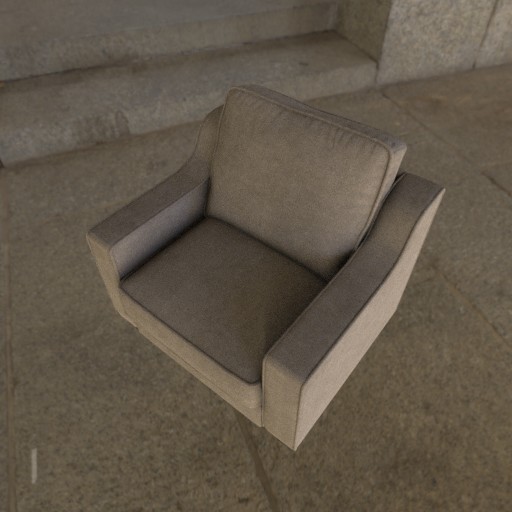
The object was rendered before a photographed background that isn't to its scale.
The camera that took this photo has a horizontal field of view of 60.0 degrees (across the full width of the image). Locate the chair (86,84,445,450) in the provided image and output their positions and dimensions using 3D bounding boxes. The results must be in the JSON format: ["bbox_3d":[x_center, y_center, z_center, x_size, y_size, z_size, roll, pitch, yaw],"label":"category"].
[{"bbox_3d":[0.000,0.000,1.625,0.926,0.944,0.840,30,53,26],"label":"chair"}]
